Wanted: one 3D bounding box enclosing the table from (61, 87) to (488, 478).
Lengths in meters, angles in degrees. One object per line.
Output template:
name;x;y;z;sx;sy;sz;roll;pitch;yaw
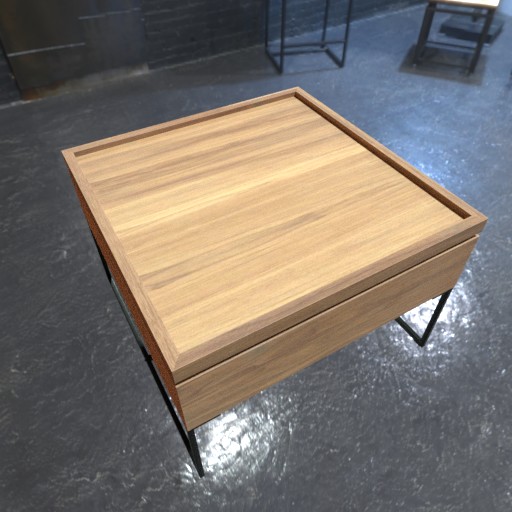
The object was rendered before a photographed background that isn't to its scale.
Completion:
table;0.000;0.000;1.131;0.679;0.464;0.676;-23;50;-21
